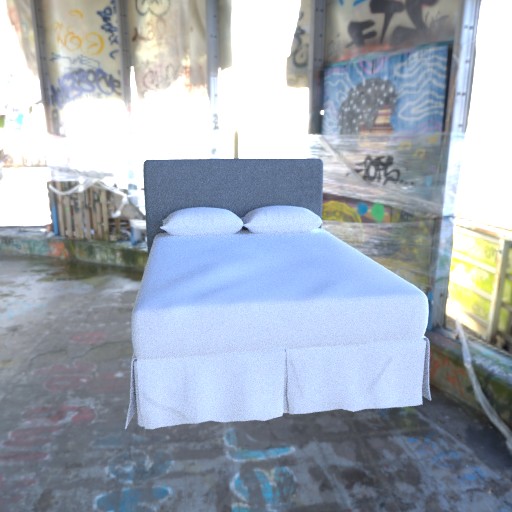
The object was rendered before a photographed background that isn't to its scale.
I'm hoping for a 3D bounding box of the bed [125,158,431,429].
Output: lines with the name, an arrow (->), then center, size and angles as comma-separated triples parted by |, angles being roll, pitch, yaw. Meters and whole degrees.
bed -> 0.000, 0.000, 3.247 | 1.723, 1.330, 2.142 | -2, 15, -9
